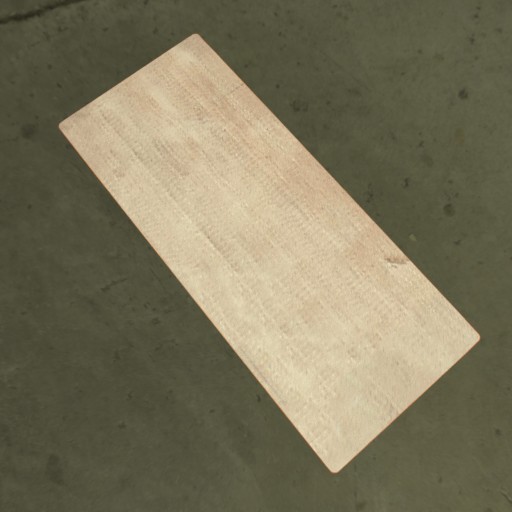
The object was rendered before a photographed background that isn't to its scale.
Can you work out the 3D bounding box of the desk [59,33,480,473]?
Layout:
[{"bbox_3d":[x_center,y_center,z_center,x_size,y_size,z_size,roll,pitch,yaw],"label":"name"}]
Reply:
[{"bbox_3d":[0.000,0.000,1.719,0.574,0.756,1.353,-38,78,-9],"label":"desk"}]
